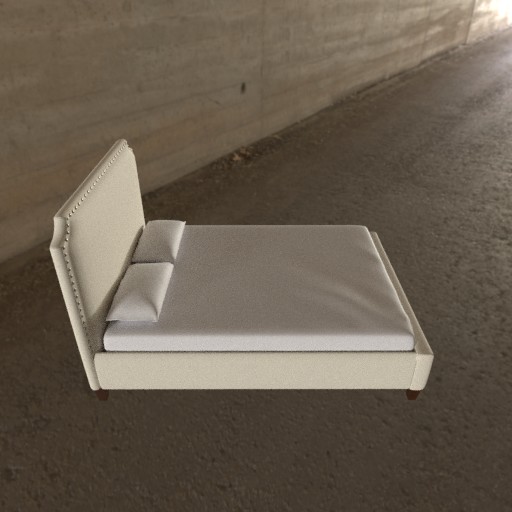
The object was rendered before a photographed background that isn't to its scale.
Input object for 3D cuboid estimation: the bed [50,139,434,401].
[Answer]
[{"bbox_3d":[0.000,0.000,3.502,2.372,1.443,1.712,0,32,0],"label":"bed"}]
